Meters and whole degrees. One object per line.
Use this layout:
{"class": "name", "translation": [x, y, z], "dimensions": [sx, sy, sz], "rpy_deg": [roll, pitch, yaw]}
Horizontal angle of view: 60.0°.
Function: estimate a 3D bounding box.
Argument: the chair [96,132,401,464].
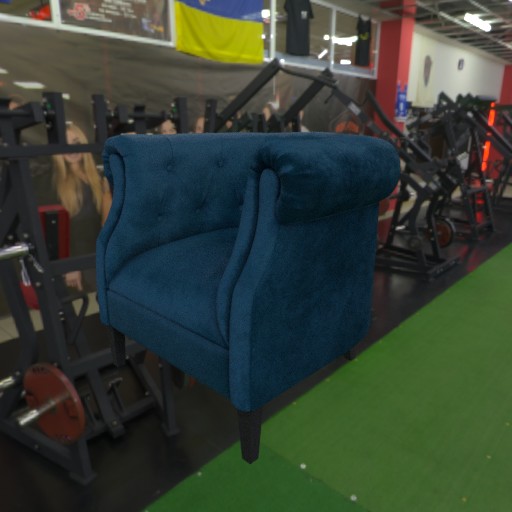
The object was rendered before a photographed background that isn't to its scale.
{"class": "chair", "translation": [0.000, 0.000, 1.551], "dimensions": [0.904, 0.826, 0.851], "rpy_deg": [16, 23, 42]}
